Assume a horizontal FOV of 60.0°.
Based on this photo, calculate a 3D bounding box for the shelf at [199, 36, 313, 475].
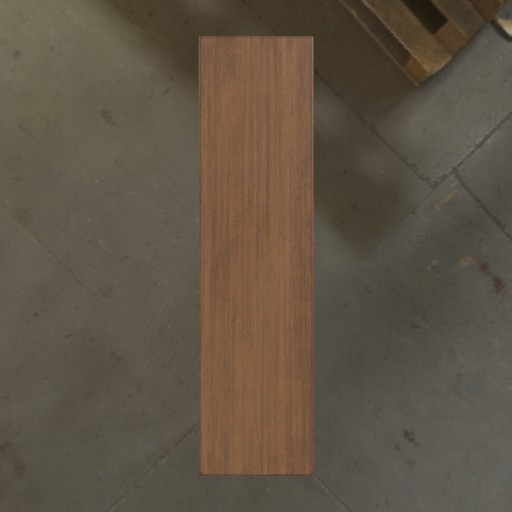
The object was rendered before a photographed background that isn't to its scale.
[{"bbox_3d":[0.000,0.000,0.736,0.166,0.190,0.636,0,90,0],"label":"shelf"}]
